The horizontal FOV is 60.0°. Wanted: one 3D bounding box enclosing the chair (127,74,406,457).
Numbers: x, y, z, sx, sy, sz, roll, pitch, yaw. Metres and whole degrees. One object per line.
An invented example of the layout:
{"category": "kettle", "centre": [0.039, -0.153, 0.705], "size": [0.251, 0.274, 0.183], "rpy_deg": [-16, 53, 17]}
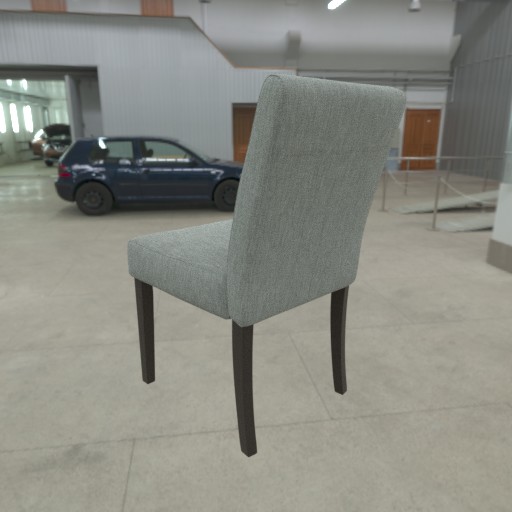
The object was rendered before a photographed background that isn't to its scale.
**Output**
{"category": "chair", "centre": [0.000, 0.000, 1.246], "size": [0.487, 0.884, 0.629], "rpy_deg": [-15, 22, -42]}
